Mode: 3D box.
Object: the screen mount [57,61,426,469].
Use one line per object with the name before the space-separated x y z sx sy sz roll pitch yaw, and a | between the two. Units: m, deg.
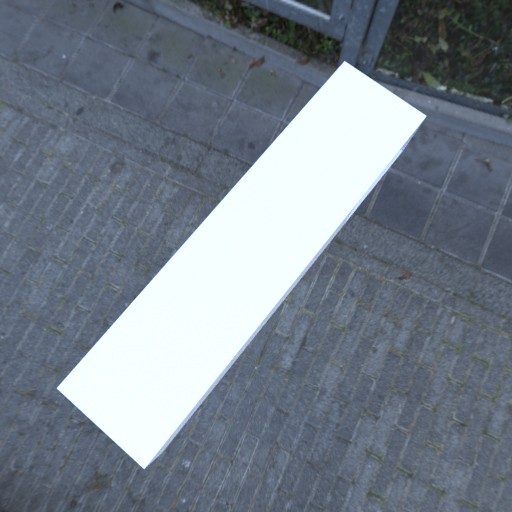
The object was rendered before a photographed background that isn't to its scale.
screen mount | 0.000 0.000 1.829 0.399 0.432 1.644 38 79 9
